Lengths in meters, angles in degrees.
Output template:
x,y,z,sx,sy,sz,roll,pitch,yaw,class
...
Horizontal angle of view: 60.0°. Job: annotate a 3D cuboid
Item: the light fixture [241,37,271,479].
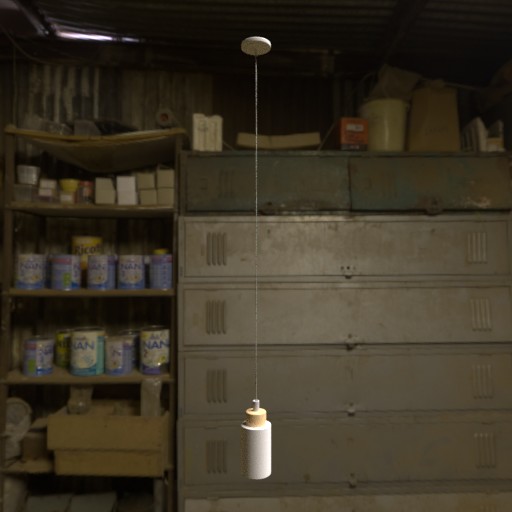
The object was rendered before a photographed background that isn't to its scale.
x,y,z,sx,sy,sz,roll,pitch,yaw,class
0.000,0.000,1.864,0.125,1.798,0.125,0,-1,0,light fixture
